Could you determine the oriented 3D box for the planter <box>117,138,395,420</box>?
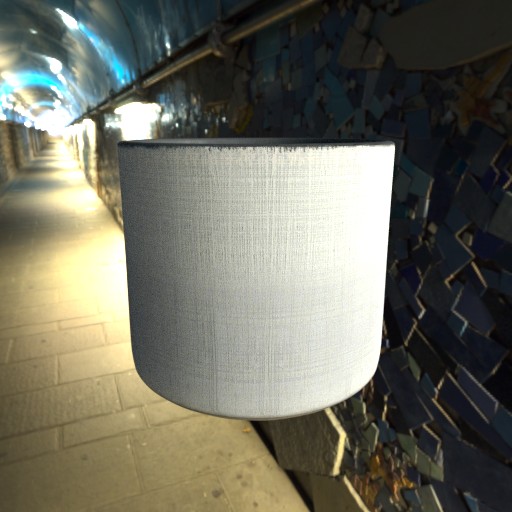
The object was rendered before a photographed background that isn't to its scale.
[{"bbox_3d":[0.000,0.000,0.396,0.226,0.201,0.226,0,16,0],"label":"planter"}]
